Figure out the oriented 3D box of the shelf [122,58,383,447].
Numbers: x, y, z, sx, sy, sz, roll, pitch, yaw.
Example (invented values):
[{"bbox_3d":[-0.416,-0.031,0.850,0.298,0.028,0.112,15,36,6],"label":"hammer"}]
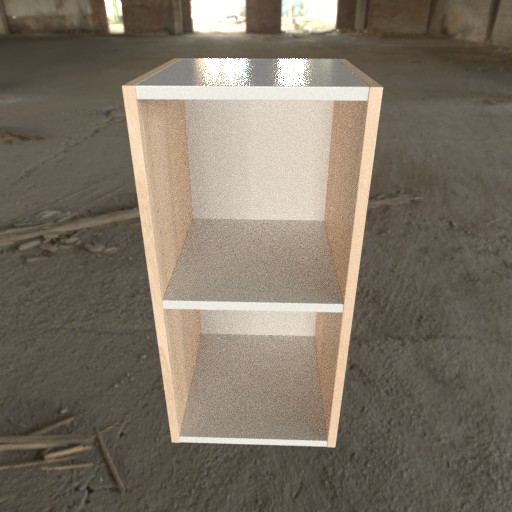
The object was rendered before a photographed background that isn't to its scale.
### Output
[{"bbox_3d":[0.000,0.000,0.761,0.290,0.594,0.297,1,29,2],"label":"shelf"}]
